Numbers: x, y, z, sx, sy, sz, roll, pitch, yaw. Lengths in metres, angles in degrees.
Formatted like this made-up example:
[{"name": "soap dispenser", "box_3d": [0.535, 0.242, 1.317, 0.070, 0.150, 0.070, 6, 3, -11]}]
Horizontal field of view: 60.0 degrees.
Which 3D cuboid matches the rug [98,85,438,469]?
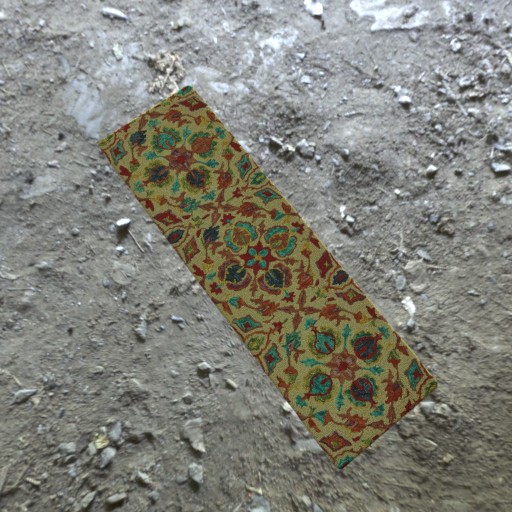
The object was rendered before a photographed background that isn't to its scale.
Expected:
[{"name": "rug", "box_3d": [0.000, 0.000, 2.489, 0.693, 0.016, 2.273, -36, 78, -9]}]
